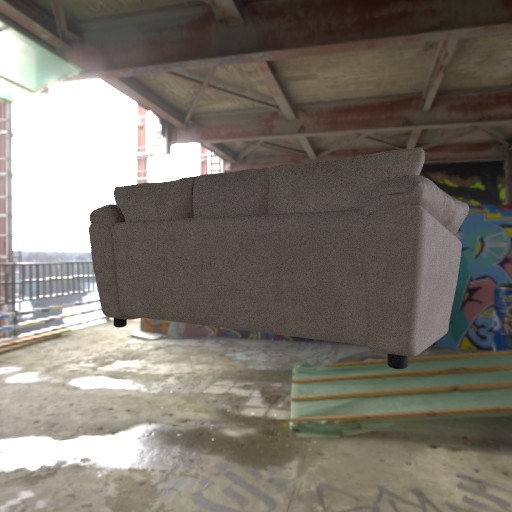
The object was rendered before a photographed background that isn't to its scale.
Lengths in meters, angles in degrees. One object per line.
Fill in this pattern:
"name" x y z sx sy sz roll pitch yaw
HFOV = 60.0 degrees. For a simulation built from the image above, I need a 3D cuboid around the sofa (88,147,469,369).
"sofa" 0.000 0.000 2.782 2.334 0.996 0.878 0 1 34
